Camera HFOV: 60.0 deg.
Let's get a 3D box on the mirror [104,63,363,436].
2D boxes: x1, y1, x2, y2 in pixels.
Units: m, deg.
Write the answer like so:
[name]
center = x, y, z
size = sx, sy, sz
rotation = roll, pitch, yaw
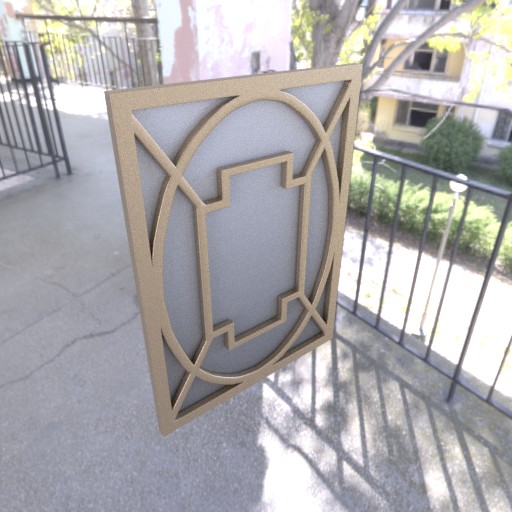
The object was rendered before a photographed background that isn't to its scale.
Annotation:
[mirror]
center = 0.000, 0.000, 1.341
size = 0.756, 1.023, 0.032
rotation = -21, 36, -32
